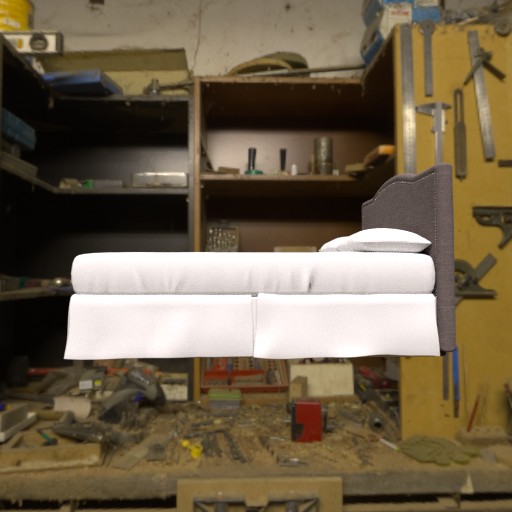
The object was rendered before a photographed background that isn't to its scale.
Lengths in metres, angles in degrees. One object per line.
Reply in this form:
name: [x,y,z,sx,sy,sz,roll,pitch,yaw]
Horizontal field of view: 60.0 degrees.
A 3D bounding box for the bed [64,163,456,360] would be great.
bed: [0.000,0.000,4.049,2.689,1.457,2.161,0,-1,-1]
